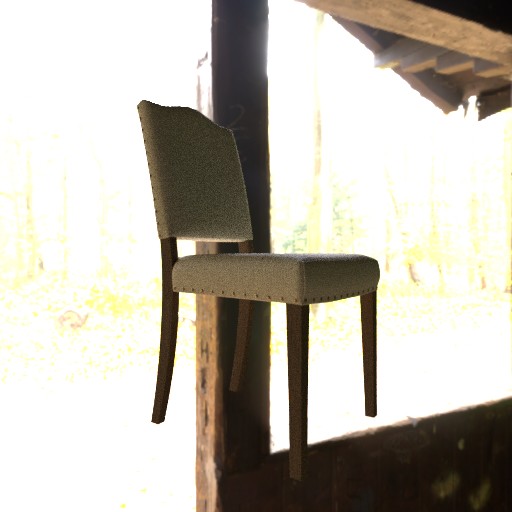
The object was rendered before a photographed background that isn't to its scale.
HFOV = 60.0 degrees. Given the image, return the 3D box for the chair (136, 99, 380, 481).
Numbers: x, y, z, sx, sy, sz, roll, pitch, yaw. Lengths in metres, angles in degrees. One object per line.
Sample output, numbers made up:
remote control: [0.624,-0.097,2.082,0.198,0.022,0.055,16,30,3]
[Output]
chair: [0.000,0.000,1.374,0.619,1.015,0.508,0,1,35]
